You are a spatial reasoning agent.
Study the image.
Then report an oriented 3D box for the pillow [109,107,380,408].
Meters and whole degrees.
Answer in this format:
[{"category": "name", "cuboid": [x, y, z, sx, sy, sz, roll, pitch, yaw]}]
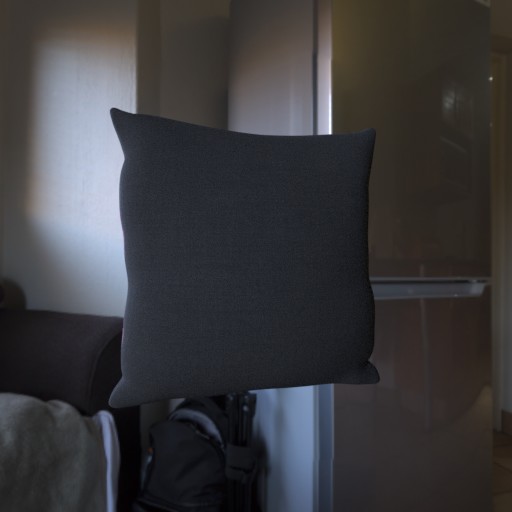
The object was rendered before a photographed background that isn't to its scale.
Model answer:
[{"category": "pillow", "cuboid": [0.000, 0.000, 0.798, 0.503, 0.496, 0.208, 0, 0, -17]}]
